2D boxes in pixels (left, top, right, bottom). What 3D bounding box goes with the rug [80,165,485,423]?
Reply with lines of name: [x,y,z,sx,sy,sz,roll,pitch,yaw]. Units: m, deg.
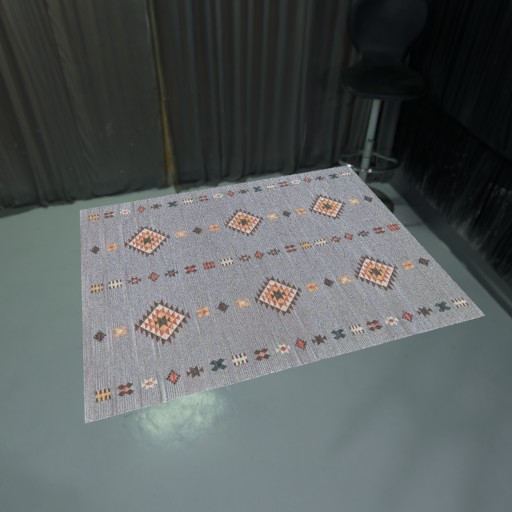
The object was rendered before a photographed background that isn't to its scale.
rug: [0.000,0.000,4.027,3.035,0.008,2.425,-12,43,-13]
